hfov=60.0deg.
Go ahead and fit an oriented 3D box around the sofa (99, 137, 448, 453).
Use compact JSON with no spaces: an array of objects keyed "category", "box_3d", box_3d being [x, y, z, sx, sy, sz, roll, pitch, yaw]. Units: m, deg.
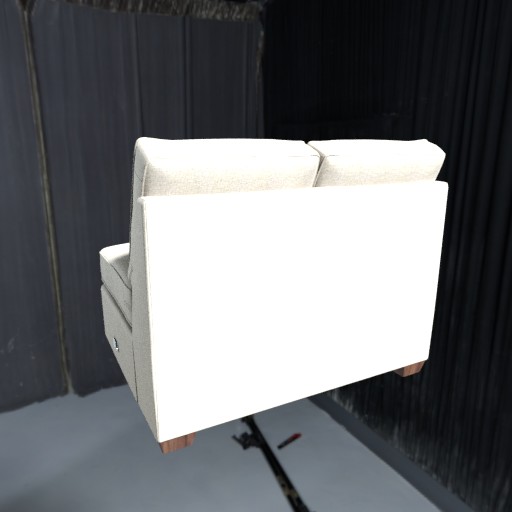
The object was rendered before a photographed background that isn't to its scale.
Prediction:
[{"category":"sofa","box_3d":[0.000,0.000,1.978,1.232,1.006,0.978,-7,16,-27]}]
